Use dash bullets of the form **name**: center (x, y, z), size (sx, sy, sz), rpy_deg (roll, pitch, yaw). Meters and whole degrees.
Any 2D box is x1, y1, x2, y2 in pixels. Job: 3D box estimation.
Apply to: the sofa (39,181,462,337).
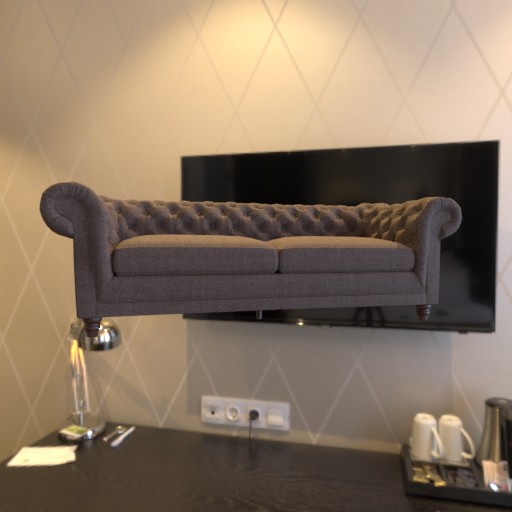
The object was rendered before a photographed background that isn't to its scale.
- **sofa**: center (0.000, 0.000, 2.834), size (2.385, 0.787, 0.944), rpy_deg (0, 1, -16)
